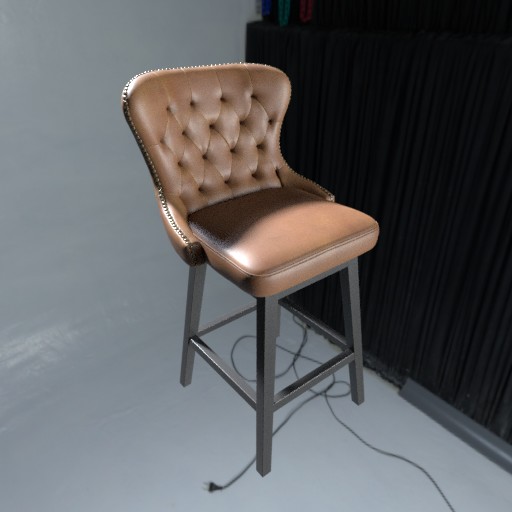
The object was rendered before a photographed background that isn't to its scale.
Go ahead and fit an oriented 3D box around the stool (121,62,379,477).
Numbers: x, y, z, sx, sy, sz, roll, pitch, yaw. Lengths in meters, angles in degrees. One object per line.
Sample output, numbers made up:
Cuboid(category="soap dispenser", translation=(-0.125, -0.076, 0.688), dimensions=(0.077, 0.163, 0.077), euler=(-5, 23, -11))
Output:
Cuboid(category="stool", translation=(0.000, 0.000, 1.281), dimensions=(0.528, 0.971, 0.593), euler=(-21, 36, -33))
